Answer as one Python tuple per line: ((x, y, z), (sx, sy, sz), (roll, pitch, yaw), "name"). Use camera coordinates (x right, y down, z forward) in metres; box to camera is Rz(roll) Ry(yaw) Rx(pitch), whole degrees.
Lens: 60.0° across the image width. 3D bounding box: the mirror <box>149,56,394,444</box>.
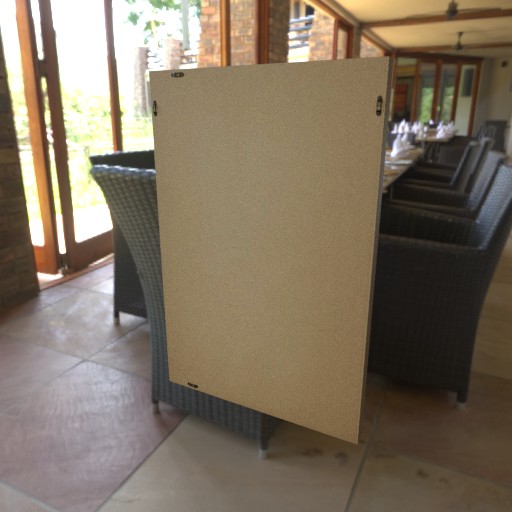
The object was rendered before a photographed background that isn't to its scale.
((0.000, 0.000, 1.151), (0.609, 0.915, 0.041), (9, 20, 27), "mirror")
